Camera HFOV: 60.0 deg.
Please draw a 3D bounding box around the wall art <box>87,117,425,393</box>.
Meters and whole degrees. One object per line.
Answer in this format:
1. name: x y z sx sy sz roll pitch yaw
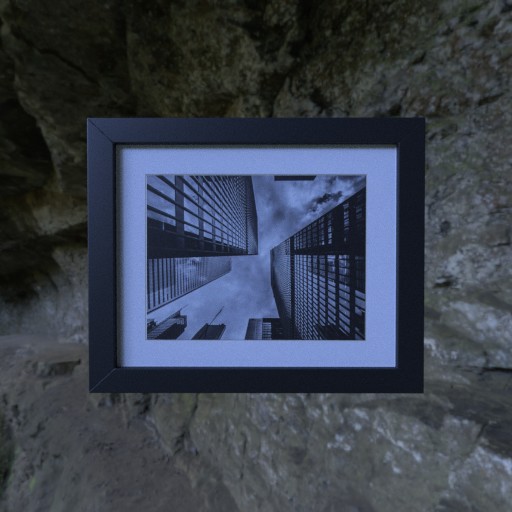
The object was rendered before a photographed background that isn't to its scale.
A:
1. wall art: 0.000 0.000 0.745 0.558 0.457 0.031 0 1 0
